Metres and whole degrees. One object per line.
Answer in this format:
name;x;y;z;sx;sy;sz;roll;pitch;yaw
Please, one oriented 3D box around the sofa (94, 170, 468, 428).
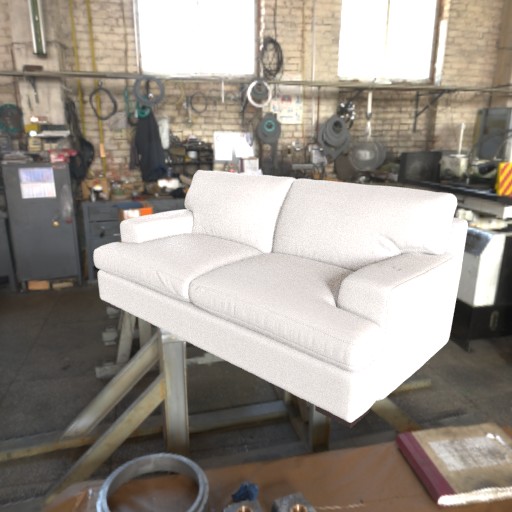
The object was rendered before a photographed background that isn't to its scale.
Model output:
sofa;0.000;0.000;2.847;2.261;0.940;1.143;14;21;41
